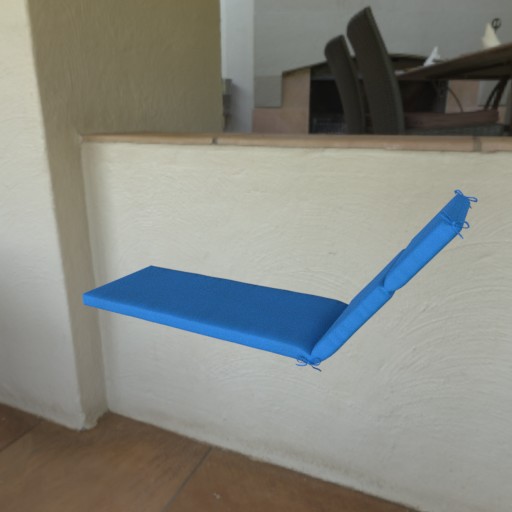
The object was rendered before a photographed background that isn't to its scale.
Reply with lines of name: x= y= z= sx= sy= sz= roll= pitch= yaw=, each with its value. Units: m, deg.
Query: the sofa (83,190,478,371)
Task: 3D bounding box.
sofa: x=0.000 y=0.000 z=1.940 sx=1.663 sy=0.622 sz=0.582 roll=9 pitch=19 yaw=26
